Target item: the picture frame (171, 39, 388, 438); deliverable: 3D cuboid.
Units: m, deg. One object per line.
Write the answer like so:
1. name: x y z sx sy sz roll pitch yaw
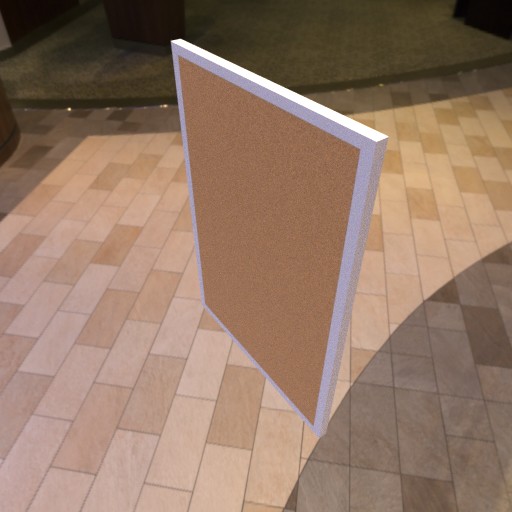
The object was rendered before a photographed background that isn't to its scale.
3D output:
1. picture frame: 0.000 0.000 0.551 0.013 0.434 0.305 -26 47 -27
